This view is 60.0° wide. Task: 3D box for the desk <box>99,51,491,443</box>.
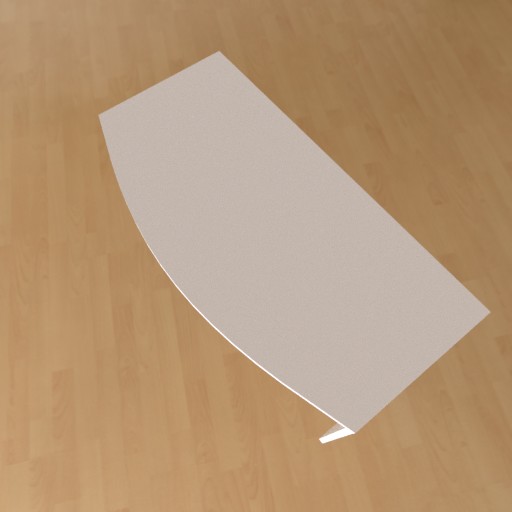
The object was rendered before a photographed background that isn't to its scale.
[{"bbox_3d":[0.000,0.000,2.026,0.802,0.750,1.600,-35,70,-15],"label":"desk"}]
